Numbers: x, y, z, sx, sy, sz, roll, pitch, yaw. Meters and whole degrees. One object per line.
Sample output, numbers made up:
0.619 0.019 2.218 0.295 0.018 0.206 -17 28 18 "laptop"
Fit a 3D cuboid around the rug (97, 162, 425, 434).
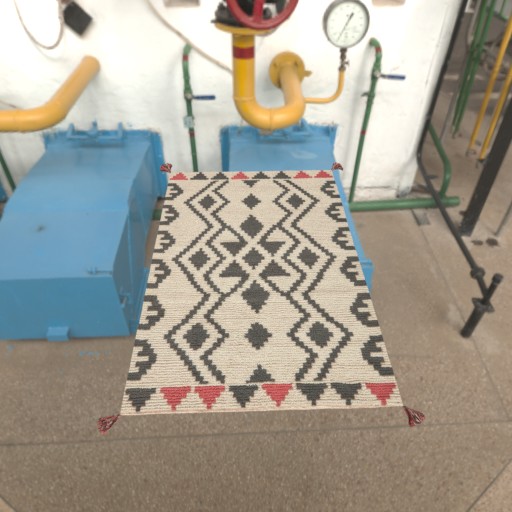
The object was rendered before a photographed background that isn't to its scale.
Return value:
0.000 0.000 3.260 1.741 0.066 2.672 -1 42 -1 "rug"
